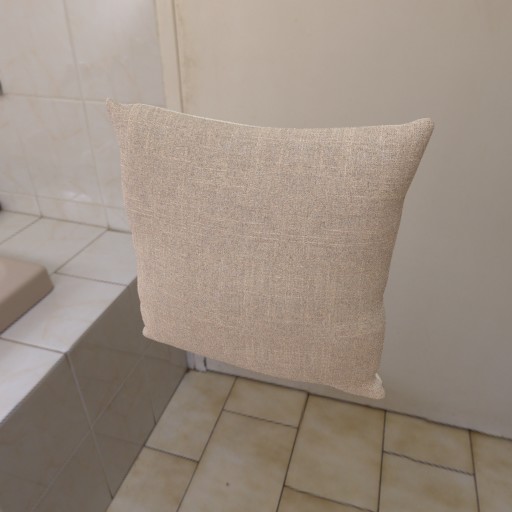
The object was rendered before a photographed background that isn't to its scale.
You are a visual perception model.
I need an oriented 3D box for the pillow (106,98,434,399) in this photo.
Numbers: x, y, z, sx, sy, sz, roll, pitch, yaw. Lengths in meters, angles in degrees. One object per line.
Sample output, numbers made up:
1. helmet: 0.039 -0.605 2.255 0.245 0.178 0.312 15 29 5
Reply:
1. pillow: 0.000 0.000 0.662 0.439 0.440 0.182 10 33 16
